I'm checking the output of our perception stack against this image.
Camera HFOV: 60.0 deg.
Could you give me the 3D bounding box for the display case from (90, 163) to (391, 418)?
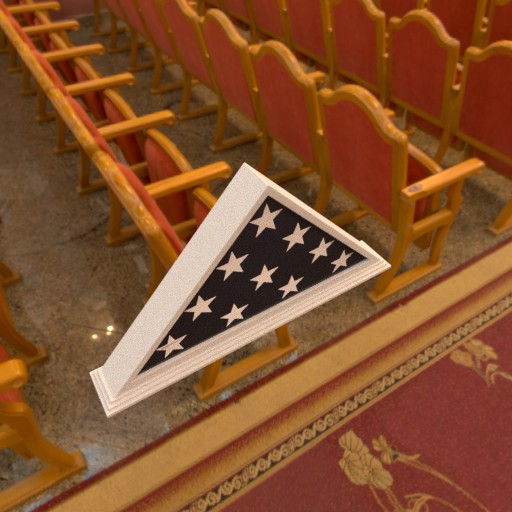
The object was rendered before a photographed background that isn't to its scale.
[{"bbox_3d":[0.000,0.000,0.761,0.640,0.340,0.095,-24,50,-22],"label":"display case"}]
